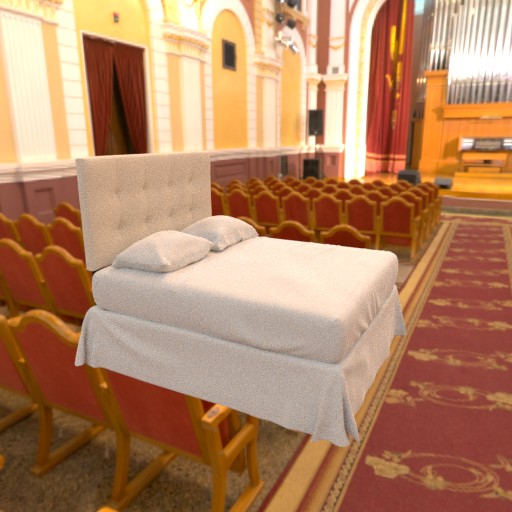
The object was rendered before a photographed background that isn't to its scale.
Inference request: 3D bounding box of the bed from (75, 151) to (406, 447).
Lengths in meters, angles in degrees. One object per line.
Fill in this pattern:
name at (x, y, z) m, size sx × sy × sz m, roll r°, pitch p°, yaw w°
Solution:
bed at (0.000, 0.000, 3.567) m, size 2.222 × 1.577 × 1.936 m, roll 8°, pitch 17°, yaw 27°
